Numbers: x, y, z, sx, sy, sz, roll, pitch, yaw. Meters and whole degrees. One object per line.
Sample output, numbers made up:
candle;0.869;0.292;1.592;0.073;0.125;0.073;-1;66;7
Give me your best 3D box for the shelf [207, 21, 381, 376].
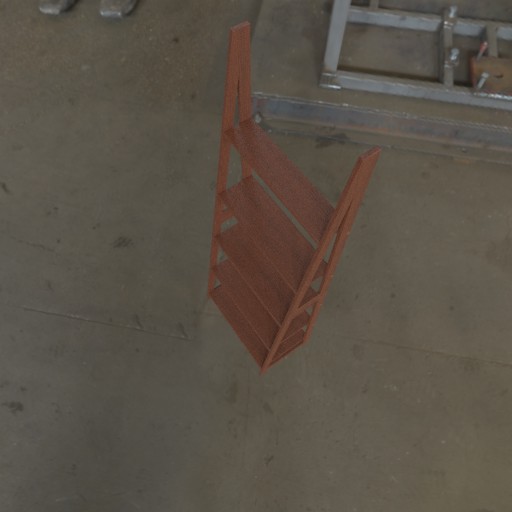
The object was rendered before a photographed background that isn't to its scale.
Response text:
shelf;0.000;0.000;1.960;0.350;1.770;0.600;-32;68;-15
